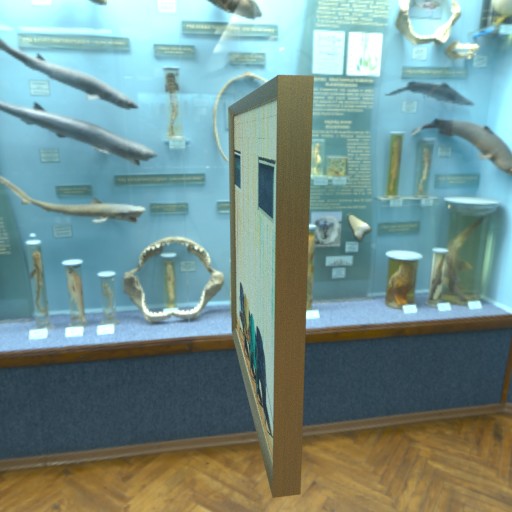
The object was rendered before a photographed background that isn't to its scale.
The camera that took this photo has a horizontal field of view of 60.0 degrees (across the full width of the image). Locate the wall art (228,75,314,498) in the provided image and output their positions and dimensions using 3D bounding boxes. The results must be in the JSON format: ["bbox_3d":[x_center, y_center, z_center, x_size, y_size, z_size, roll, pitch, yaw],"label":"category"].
[{"bbox_3d":[0.000,0.000,0.744,0.037,0.505,0.505,-2,15,-9],"label":"wall art"}]
